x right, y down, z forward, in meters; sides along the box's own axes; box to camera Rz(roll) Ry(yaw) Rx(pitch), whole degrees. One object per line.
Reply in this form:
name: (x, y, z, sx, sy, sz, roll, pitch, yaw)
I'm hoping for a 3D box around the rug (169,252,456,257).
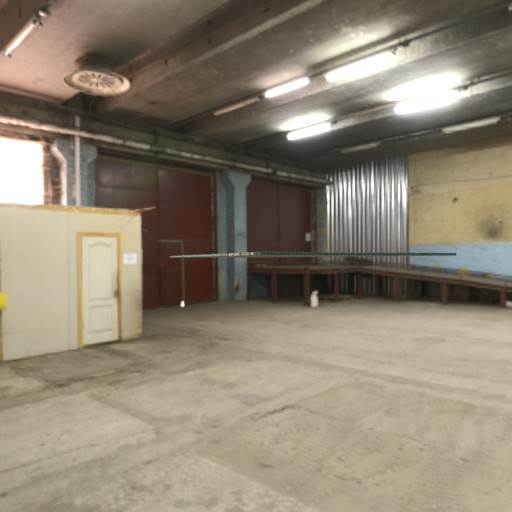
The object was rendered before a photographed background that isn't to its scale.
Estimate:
rug: (0.000, 0.000, 2.653, 0.744, 0.010, 2.441, 0, 0, -18)
